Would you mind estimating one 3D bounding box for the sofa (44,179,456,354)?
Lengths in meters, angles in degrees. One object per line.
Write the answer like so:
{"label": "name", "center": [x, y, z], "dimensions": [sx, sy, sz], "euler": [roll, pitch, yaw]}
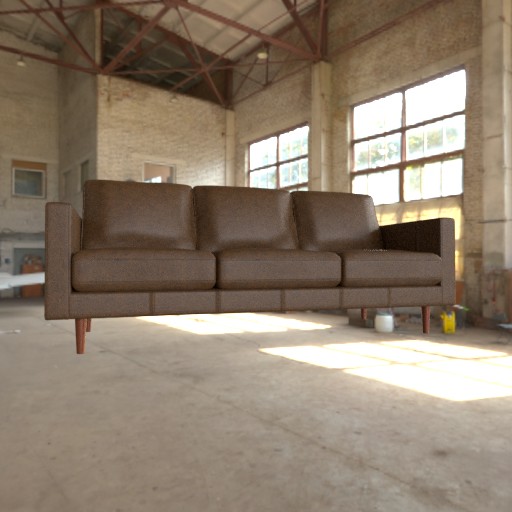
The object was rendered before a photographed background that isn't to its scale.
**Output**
{"label": "sofa", "center": [0.000, 0.000, 2.686], "dimensions": [2.231, 0.930, 0.903], "euler": [0, -1, -18]}
